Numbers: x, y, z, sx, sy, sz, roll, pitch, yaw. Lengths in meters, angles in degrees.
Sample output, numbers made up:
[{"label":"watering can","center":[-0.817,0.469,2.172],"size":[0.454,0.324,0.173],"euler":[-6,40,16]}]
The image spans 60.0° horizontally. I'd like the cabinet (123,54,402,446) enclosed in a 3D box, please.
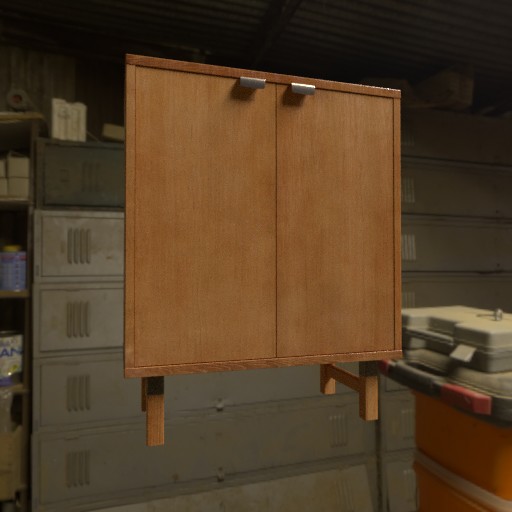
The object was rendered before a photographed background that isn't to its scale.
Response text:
[{"label":"cabinet","center":[0.000,0.000,1.400],"size":[0.800,1.001,0.419],"euler":[0,-1,-17]}]
